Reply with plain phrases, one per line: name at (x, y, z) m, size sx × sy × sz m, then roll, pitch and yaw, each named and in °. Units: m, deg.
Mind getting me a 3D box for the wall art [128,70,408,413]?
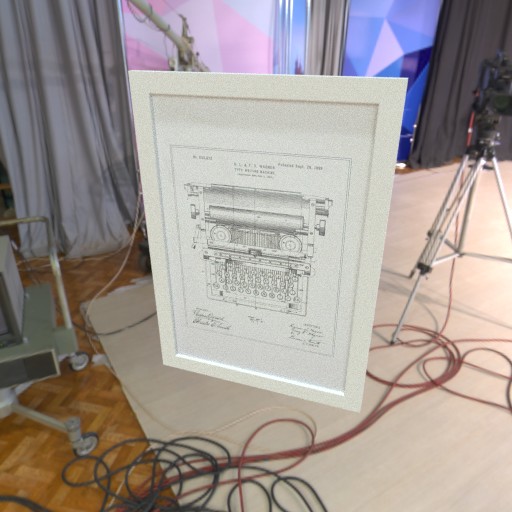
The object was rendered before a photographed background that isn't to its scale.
wall art at (0.000, 0.000, 0.700) m, size 0.381 × 0.533 × 0.013 m, roll 9°, pitch 28°, yaw 17°
